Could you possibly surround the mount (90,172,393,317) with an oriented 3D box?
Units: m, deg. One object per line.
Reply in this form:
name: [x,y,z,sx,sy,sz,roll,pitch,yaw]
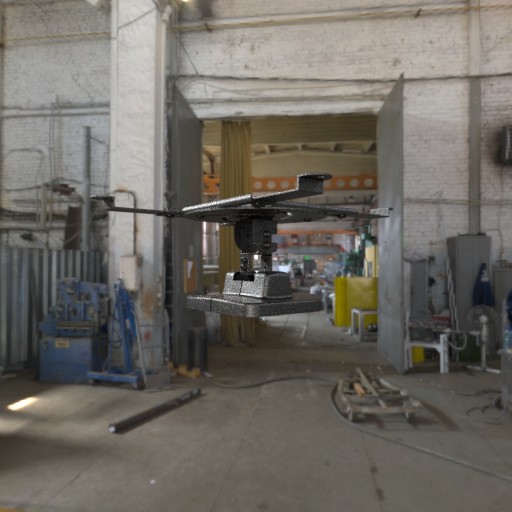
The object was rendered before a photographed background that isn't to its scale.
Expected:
mount: [0.000,0.000,0.596,0.394,0.141,0.394,1,-1,-37]
